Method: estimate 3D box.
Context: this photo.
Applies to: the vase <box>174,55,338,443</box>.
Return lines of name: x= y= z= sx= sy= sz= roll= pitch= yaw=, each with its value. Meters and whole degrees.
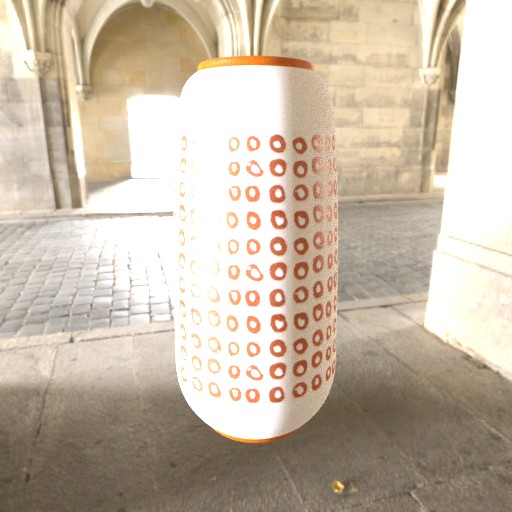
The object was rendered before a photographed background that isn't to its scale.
vase: x=0.000 y=0.000 z=0.353 sx=0.133 sy=0.282 sz=0.133 roll=0 pitch=15 yaw=0
